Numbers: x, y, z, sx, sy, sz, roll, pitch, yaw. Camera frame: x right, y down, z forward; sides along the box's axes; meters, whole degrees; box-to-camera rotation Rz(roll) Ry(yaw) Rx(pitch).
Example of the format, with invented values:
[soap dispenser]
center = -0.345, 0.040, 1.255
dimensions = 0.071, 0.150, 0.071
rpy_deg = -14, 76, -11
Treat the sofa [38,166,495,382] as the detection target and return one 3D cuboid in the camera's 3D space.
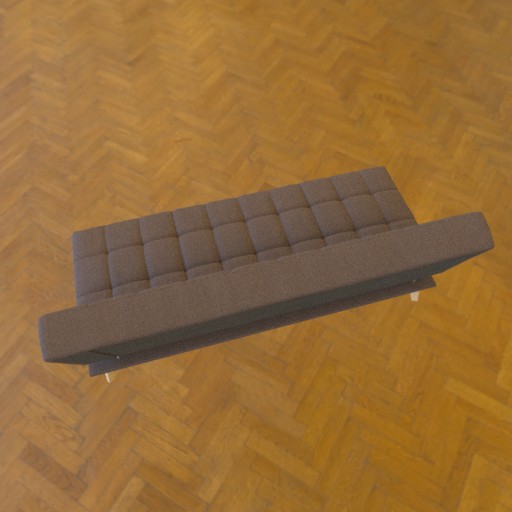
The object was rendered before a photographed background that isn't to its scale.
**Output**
[sofa]
center = 0.000, 0.000, 2.177
dimensions = 1.800, 0.810, 0.860
rpy_deg = -13, 59, -8
